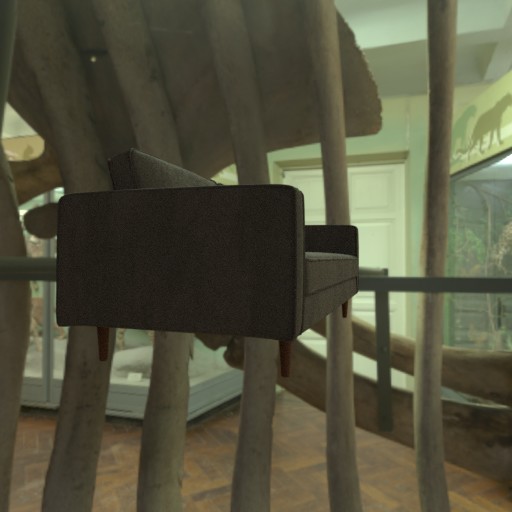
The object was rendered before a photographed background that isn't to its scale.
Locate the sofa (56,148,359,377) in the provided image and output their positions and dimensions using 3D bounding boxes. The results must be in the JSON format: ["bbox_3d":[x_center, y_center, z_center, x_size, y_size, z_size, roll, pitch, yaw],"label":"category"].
[{"bbox_3d":[0.000,0.000,2.365,0.924,0.825,1.920,0,0,19],"label":"sofa"}]
